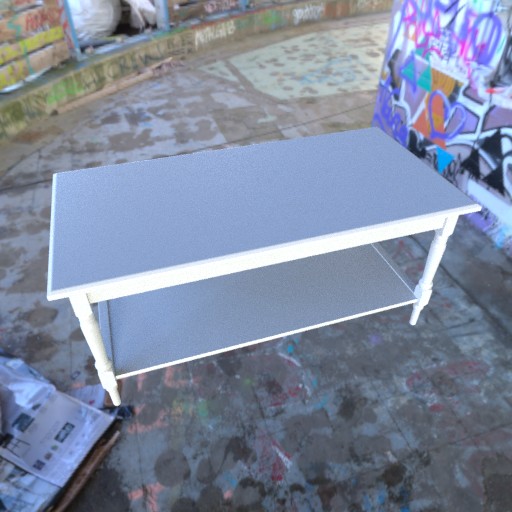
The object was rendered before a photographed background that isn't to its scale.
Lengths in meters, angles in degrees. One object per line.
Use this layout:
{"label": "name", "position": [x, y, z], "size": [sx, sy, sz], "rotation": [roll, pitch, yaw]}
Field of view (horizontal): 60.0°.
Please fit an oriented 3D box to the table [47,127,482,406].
{"label": "table", "position": [0.000, 0.000, 1.427], "size": [1.109, 0.506, 0.551], "rotation": [-12, 41, -14]}
